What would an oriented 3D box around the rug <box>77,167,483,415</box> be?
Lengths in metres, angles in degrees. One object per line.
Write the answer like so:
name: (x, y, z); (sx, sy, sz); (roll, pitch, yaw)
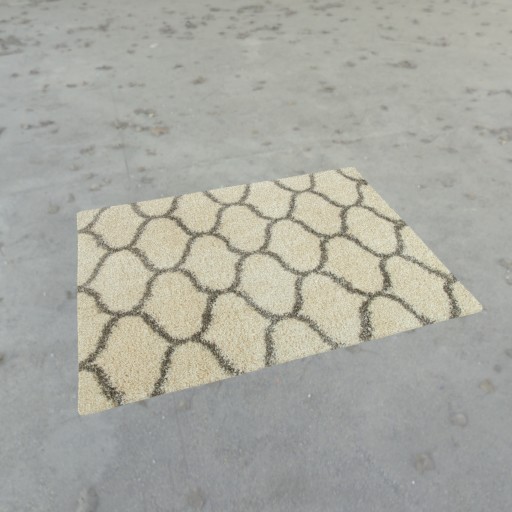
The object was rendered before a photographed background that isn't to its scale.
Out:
rug: (0.000, 0.000, 2.077); (1.600, 0.025, 1.200); (-11, 43, -13)
